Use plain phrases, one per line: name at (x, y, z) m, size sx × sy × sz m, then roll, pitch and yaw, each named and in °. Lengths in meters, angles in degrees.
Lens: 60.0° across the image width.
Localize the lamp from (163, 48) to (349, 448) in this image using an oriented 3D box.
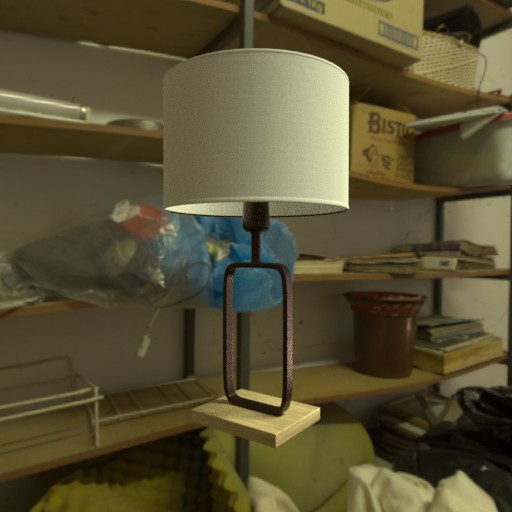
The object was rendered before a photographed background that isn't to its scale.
lamp at (0.000, 0.000, 0.680) m, size 0.279 × 0.508 × 0.279 m, roll 1°, pitch 1°, yaw 36°
